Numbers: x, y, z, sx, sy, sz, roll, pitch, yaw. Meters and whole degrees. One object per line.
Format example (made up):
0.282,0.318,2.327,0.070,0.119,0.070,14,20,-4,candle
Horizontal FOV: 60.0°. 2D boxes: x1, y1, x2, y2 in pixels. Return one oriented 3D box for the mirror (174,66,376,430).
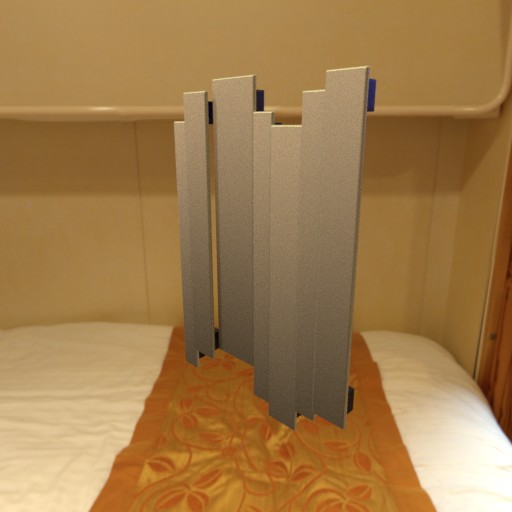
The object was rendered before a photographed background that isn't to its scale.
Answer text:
0.000,0.000,0.802,0.445,0.611,0.058,15,22,42,mirror
